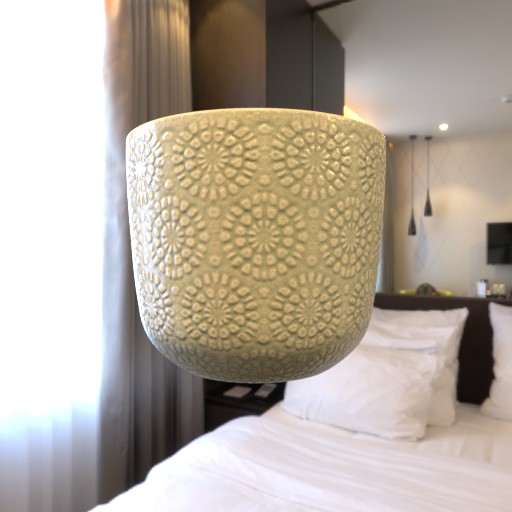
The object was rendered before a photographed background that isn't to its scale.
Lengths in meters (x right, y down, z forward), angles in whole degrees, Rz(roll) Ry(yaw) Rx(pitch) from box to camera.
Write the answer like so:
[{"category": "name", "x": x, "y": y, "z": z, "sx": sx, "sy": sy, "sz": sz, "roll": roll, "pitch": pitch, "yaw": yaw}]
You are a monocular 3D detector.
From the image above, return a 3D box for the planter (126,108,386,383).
[{"category": "planter", "x": 0.000, "y": 0.000, "z": 0.221, "sx": 0.124, "sy": 0.109, "sz": 0.124, "roll": 0, "pitch": 1, "yaw": 0}]
